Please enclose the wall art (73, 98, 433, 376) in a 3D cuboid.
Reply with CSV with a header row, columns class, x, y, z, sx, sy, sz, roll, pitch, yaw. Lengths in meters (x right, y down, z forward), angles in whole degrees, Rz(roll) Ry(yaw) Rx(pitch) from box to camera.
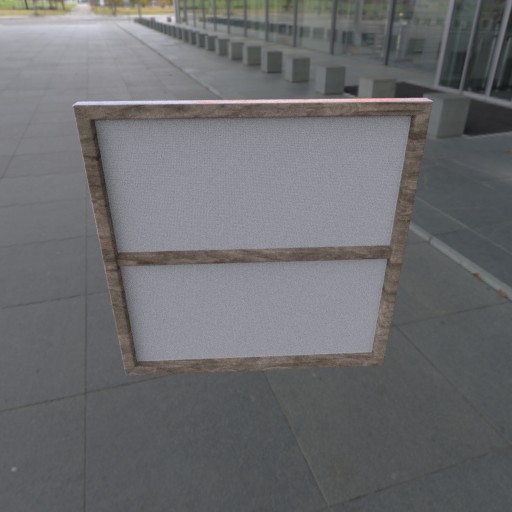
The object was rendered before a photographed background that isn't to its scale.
class,x,y,z,sx,sy,sz,roll,pitch,yaw
wall art,0.000,0.000,1.113,0.747,0.747,0.035,-2,30,-3
